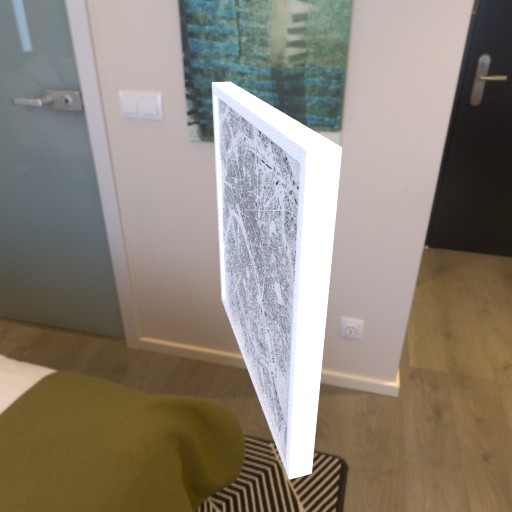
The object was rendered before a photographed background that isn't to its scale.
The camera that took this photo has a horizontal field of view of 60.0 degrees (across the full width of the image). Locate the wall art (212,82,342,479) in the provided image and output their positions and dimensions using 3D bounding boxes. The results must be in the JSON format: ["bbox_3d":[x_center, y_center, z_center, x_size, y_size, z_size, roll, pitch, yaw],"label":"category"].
[{"bbox_3d":[0.000,0.000,0.774,0.038,0.508,0.508,-8,30,-14],"label":"wall art"}]
